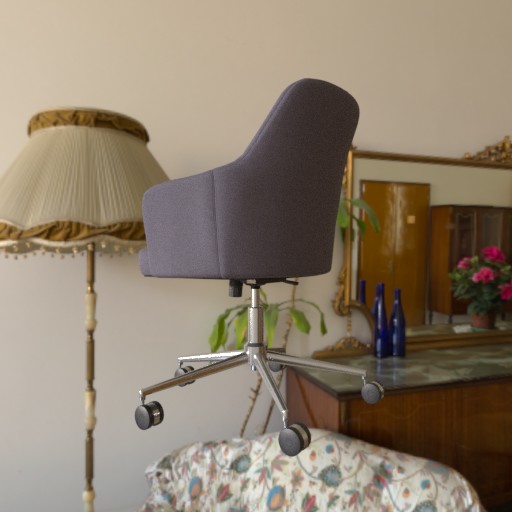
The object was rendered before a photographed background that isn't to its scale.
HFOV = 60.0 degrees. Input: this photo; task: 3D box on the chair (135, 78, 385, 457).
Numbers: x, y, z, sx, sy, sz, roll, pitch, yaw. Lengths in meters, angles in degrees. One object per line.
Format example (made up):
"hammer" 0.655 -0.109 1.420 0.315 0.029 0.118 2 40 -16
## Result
"chair" 0.000 0.000 1.253 0.600 0.820 0.655 0 0 36
